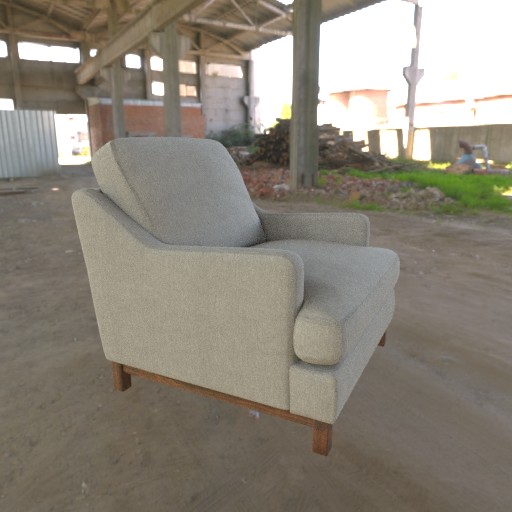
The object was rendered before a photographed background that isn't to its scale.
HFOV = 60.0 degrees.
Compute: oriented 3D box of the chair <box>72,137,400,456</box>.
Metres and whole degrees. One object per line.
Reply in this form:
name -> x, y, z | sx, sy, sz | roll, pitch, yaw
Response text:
chair -> 0.000, 0.000, 1.571 | 0.892, 0.821, 0.826 | 7, 15, 26
